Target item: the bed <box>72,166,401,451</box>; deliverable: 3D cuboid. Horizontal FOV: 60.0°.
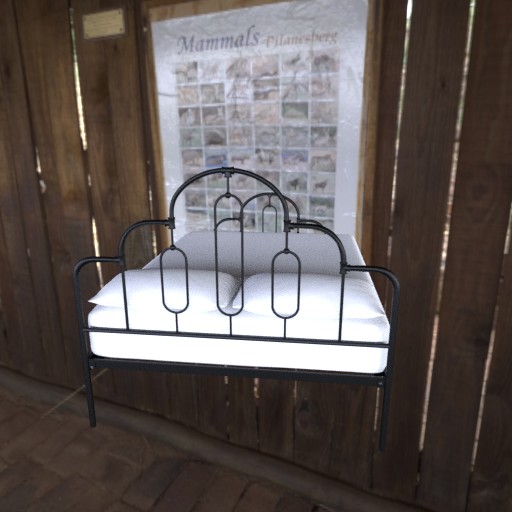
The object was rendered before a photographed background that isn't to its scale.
[{"bbox_3d":[0.000,0.000,3.233,1.626,1.444,2.181,2,16,7],"label":"bed"}]
